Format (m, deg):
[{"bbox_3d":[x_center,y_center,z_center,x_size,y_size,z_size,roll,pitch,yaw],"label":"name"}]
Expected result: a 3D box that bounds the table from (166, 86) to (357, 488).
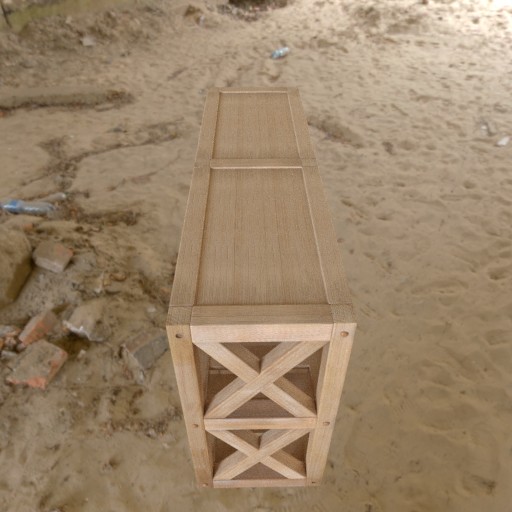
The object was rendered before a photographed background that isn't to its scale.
[{"bbox_3d":[0.000,0.000,1.618,0.381,0.762,1.320,-1,40,-1],"label":"table"}]
